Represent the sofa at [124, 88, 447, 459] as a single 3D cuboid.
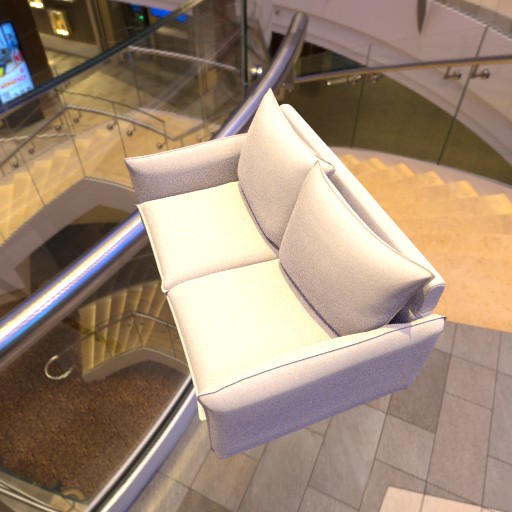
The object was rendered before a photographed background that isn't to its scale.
[{"bbox_3d":[0.000,0.000,1.830,0.820,0.840,1.300,-16,49,-14],"label":"sofa"}]
